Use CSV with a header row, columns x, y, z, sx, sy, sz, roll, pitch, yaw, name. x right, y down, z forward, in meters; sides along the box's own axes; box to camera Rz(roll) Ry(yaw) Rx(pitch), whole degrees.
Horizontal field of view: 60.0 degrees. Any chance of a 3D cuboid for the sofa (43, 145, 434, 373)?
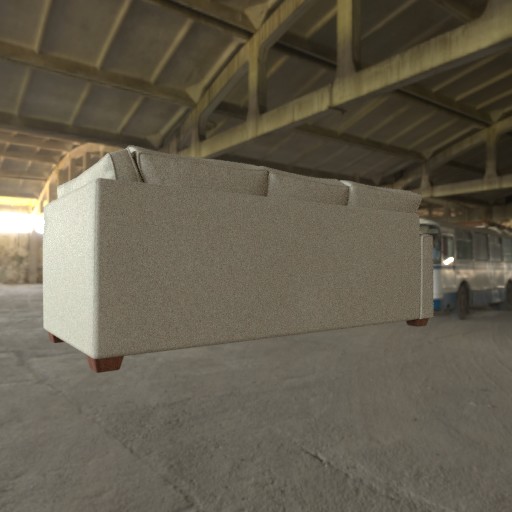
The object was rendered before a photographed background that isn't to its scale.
x,y,z,sx,sy,sz,roll,pitch,yaw,name
0.000,0.000,2.812,2.317,0.962,1.061,1,-1,-37,sofa
